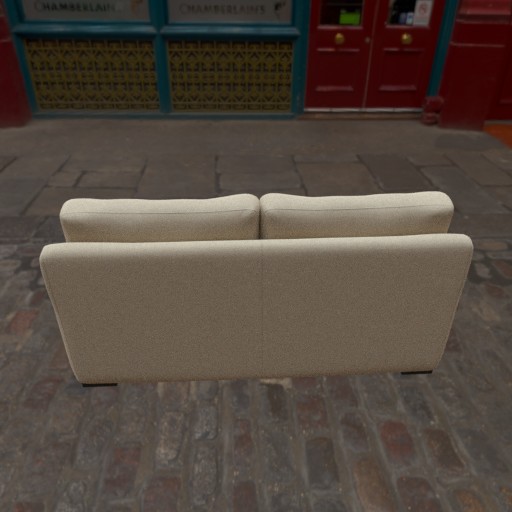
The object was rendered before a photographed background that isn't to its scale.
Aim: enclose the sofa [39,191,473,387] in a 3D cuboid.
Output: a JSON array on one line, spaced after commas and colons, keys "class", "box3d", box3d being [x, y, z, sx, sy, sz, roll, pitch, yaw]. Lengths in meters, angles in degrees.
[{"class": "sofa", "box3d": [0.000, 0.000, 2.430, 1.885, 0.967, 0.962, -2, 31, -3]}]
